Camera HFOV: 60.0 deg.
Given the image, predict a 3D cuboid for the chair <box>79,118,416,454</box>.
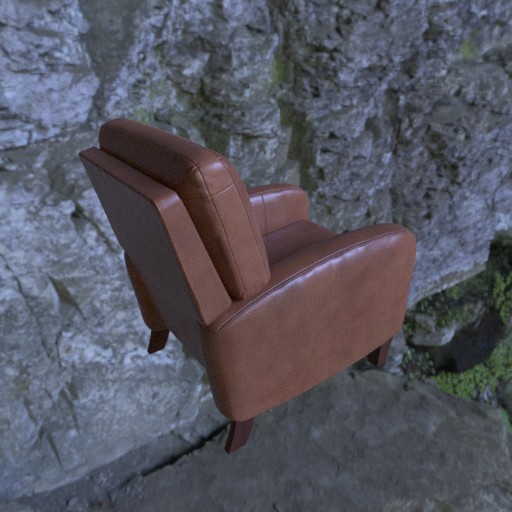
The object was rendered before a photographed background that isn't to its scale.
[{"bbox_3d":[0.000,0.000,1.649,0.990,0.990,0.762,-18,32,-32],"label":"chair"}]
